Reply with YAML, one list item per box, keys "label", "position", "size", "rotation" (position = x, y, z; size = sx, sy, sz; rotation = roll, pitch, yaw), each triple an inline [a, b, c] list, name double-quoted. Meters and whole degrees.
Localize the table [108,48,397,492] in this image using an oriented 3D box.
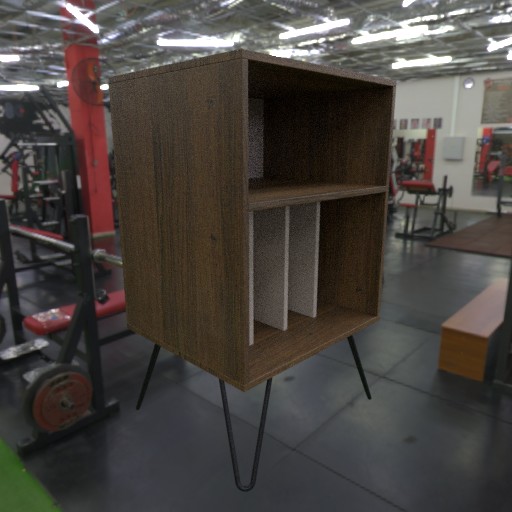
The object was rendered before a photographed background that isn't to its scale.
- label: "table"
  position: [0.000, 0.000, 1.156]
  size: [0.457, 0.866, 0.526]
  rotation: [14, 19, 43]
